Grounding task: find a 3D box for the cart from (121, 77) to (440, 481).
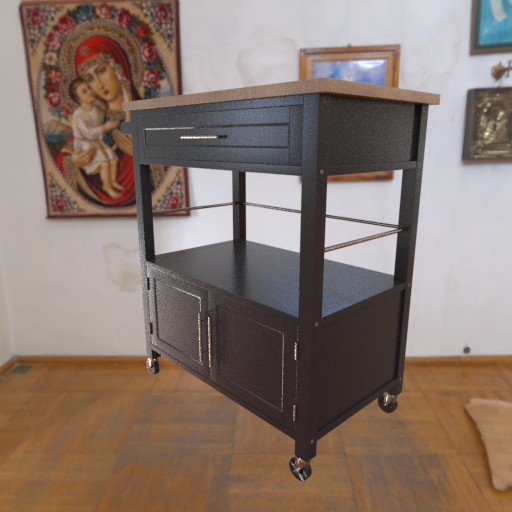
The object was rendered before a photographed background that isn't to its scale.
[{"bbox_3d":[0.000,0.000,1.350,0.459,0.901,0.840,-13,20,-42],"label":"cart"}]
